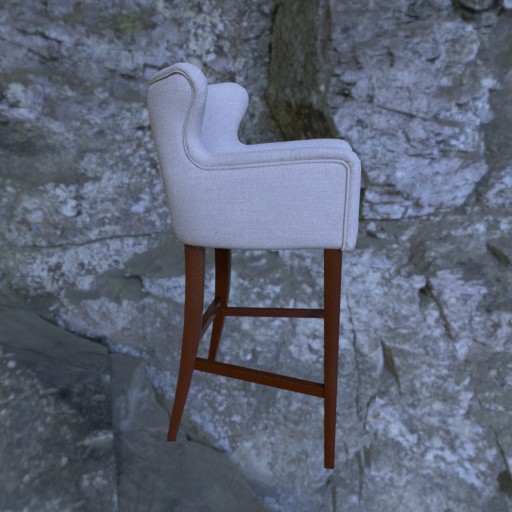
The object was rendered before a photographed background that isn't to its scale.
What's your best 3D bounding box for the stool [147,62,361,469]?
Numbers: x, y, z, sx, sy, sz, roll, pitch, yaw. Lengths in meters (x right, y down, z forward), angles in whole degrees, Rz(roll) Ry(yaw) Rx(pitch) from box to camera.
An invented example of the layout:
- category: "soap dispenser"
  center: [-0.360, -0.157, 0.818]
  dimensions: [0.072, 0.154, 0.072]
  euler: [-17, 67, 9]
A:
- category: "stool"
  center: [0.000, 0.000, 1.349]
  dimensions: [0.563, 1.034, 0.556]
  euler: [3, 17, 9]
